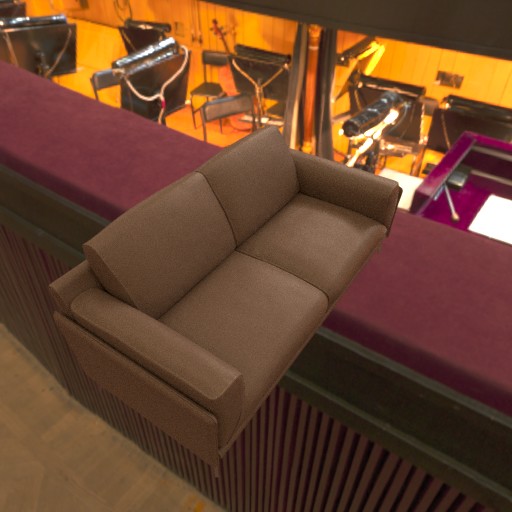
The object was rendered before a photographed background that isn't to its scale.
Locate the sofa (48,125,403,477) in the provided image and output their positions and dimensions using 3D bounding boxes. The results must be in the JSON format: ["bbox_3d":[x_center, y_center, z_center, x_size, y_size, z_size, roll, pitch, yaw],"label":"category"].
[{"bbox_3d":[0.000,0.000,2.675,1.049,0.930,2.101,24,46,25],"label":"sofa"}]
